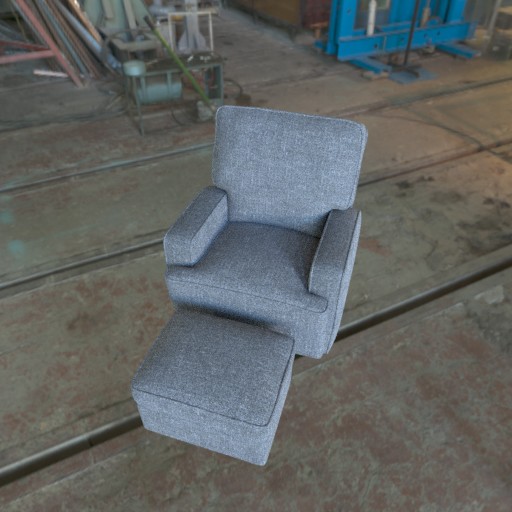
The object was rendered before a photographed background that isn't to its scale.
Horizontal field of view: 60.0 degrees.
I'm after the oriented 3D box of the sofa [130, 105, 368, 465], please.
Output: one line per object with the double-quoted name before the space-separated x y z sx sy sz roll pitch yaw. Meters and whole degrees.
"sofa" 0.000 0.000 2.045 0.861 0.959 1.472 12 41 13
